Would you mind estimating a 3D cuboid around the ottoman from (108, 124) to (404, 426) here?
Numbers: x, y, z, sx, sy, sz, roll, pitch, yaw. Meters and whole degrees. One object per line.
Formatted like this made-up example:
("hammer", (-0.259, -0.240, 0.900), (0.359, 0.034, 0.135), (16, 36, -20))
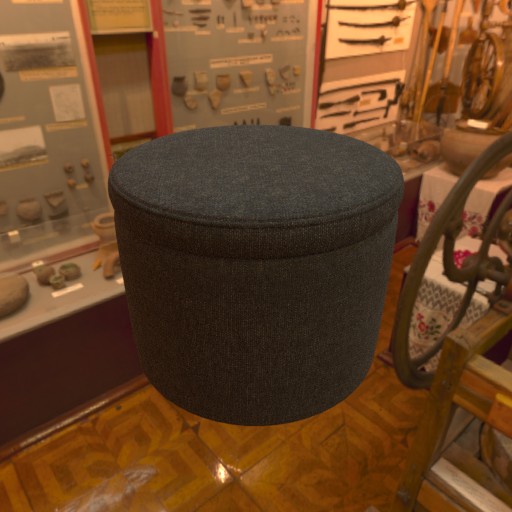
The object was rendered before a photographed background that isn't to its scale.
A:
("ottoman", (0.000, 0.000, 0.893), (0.520, 0.430, 0.520), (0, 30, 0))
